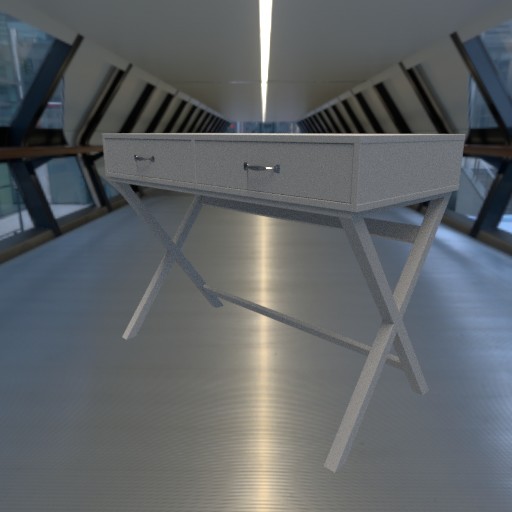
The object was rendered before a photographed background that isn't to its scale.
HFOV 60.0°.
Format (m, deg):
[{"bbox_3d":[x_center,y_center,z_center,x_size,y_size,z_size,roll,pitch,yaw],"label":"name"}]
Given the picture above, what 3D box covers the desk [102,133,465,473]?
[{"bbox_3d":[0.000,0.000,1.470,0.525,0.780,1.057,-15,22,-43],"label":"desk"}]
